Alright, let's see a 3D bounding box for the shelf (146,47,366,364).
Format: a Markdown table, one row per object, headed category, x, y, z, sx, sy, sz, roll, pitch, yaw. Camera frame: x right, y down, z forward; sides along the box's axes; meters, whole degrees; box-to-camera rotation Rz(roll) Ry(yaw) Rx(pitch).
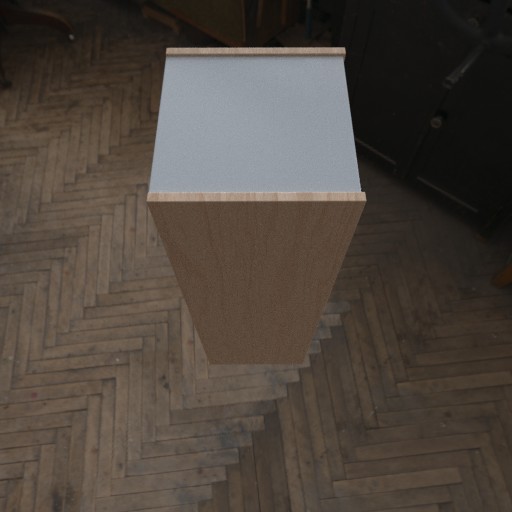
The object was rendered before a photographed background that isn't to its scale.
| category | x | y | z | sx | sy | sz | roll | pitch | yaw |
| --- | --- | --- | --- | --- | --- | --- | --- | --- | --- |
| shelf | 0.000 | 0.000 | 1.053 | 0.290 | 0.900 | 0.300 | 0 | 63 | 0 |
